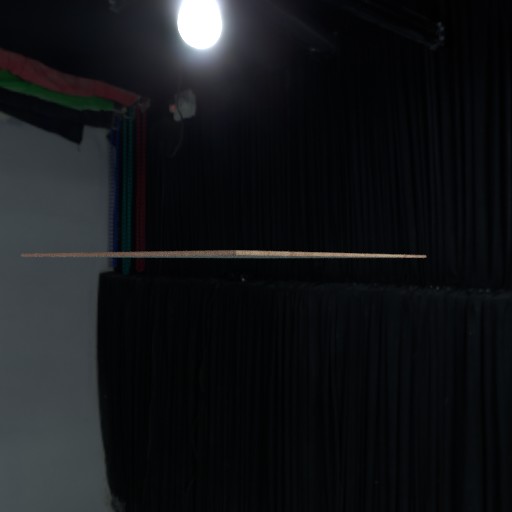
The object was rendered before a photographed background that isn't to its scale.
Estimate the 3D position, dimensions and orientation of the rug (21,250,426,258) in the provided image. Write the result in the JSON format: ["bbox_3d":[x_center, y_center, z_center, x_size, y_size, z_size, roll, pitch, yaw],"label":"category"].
[{"bbox_3d":[0.000,0.000,2.314,1.219,0.014,1.829,0,-1,37],"label":"rug"}]
